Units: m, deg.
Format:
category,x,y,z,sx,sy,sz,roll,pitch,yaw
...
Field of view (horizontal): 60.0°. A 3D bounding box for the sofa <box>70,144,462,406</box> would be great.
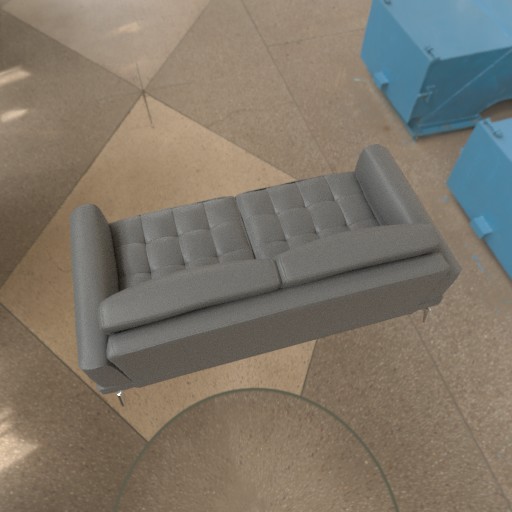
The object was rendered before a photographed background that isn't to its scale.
category,x,y,z,sx,sy,sz,roll,pitch,yaw
sofa,0.000,0.000,2.741,2.177,0.930,1.121,-13,59,-8
